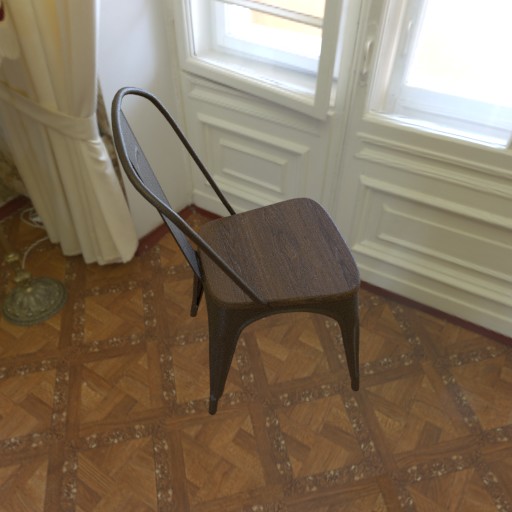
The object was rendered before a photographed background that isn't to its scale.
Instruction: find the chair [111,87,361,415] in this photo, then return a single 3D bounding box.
[{"bbox_3d":[0.000,0.000,1.133,0.532,0.844,0.451,-10,47,-10],"label":"chair"}]
